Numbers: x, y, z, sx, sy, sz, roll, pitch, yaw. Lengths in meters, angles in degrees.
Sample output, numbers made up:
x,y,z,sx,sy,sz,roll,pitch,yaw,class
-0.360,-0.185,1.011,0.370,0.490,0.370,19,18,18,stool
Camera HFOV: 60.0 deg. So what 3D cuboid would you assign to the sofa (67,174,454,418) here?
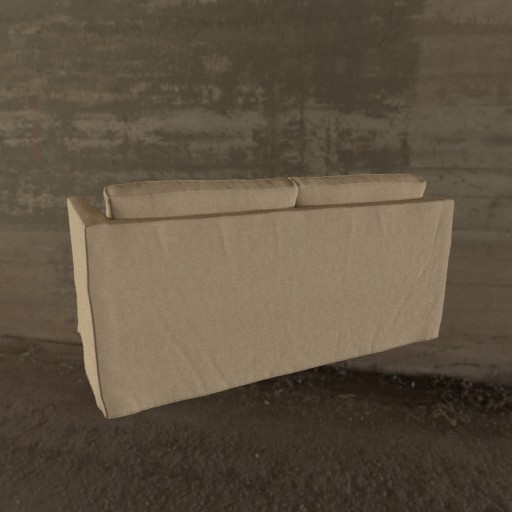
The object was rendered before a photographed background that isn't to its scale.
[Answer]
x,y,z,sx,sy,sz,roll,pitch,yaw,class
0.000,0.000,2.259,1.719,0.835,0.962,-7,15,-25,sofa
